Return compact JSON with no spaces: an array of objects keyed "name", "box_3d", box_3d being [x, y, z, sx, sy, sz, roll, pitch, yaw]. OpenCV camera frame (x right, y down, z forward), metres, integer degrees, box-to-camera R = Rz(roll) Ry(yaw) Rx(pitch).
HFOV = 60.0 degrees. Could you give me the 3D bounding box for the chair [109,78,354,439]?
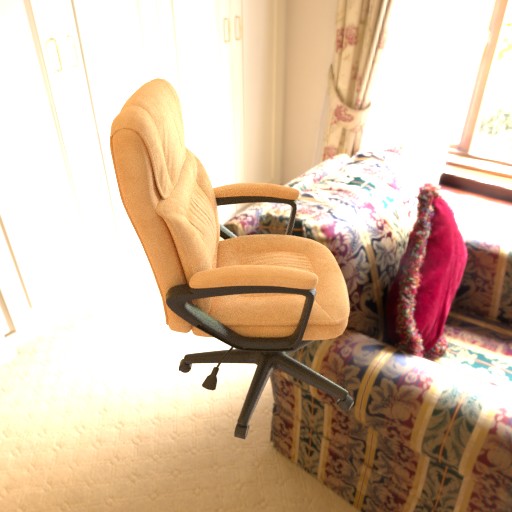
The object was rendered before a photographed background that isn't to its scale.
[{"name":"chair","box_3d":[0.000,0.000,1.519,0.724,1.105,0.667,0,33,0]}]
